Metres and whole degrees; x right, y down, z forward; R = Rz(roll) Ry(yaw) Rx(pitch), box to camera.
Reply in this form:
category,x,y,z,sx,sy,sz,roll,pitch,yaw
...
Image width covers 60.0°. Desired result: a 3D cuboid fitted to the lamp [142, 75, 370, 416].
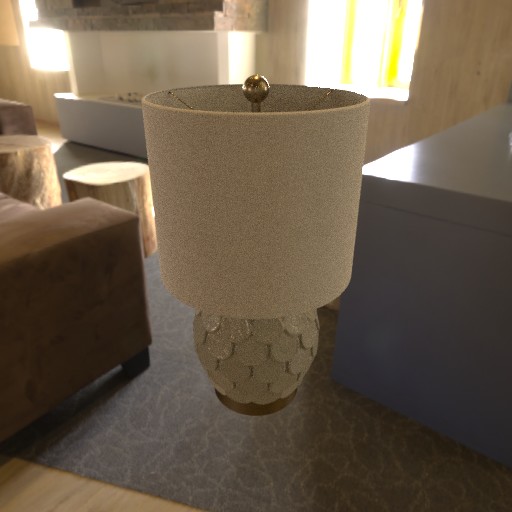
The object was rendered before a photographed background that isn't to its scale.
category,x,y,z,sx,sy,sz,roll,pitch,yaw
lamp,0.000,0.000,0.596,0.254,0.452,0.254,0,27,0
